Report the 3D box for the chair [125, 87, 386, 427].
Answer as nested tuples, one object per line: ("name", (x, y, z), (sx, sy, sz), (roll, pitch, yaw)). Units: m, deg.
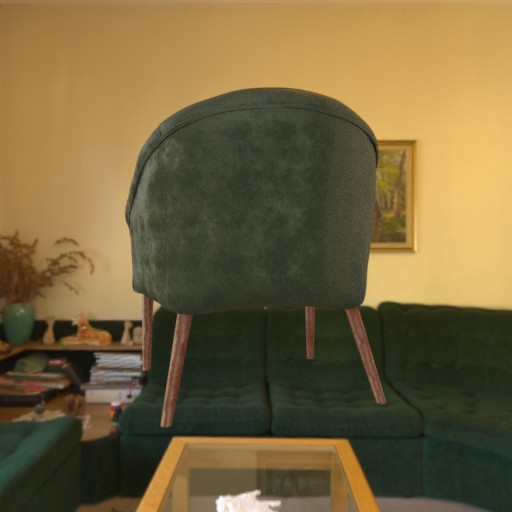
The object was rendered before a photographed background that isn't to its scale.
("chair", (0.000, 0.000, 1.495), (0.851, 0.885, 0.776), (0, 0, -16))
